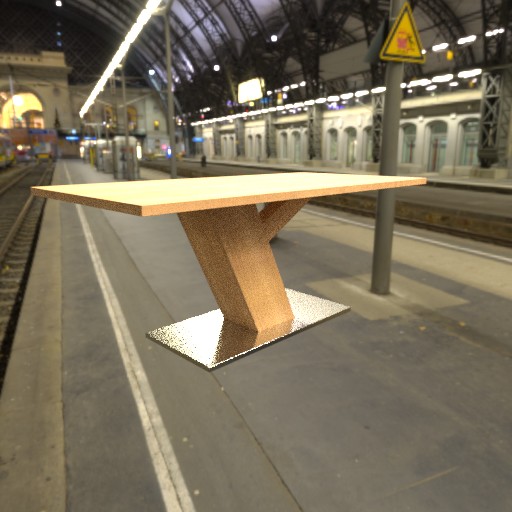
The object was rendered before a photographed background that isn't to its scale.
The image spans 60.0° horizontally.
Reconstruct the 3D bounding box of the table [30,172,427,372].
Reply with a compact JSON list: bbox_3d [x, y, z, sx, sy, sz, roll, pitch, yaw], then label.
[{"bbox_3d":[0.000,0.000,2.270,1.800,0.750,0.900,-13,19,-43],"label":"table"}]
